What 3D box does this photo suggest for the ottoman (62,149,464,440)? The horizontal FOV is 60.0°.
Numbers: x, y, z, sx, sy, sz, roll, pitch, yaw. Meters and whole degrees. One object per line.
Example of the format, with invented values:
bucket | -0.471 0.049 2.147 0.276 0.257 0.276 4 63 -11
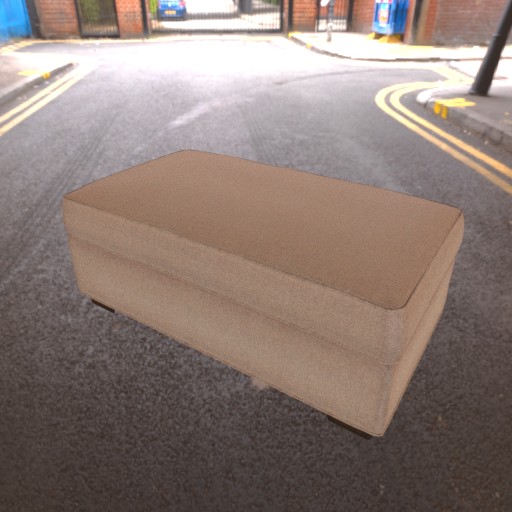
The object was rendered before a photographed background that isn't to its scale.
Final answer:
ottoman | 0.000 0.000 1.419 1.097 0.448 0.617 18 35 28
